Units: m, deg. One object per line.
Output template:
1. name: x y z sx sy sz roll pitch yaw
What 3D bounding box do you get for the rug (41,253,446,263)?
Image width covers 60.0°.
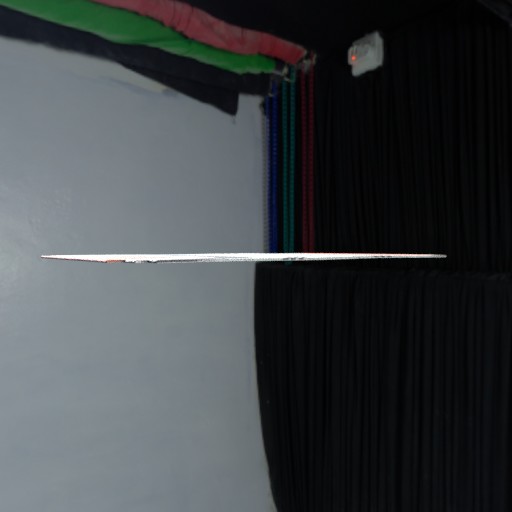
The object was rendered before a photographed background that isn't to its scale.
1. rug: 0.000 0.000 3.015 2.446 0.017 1.530 -1 1 -38
